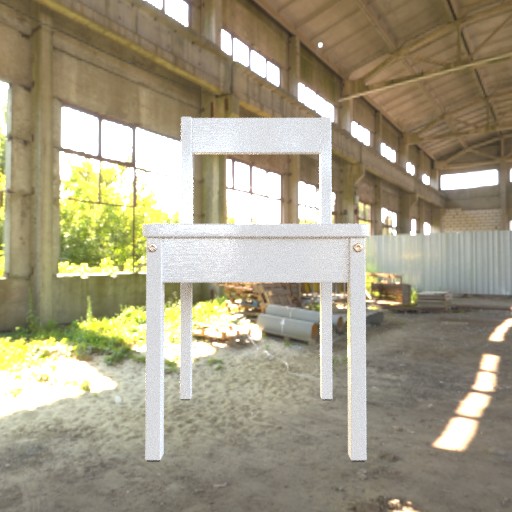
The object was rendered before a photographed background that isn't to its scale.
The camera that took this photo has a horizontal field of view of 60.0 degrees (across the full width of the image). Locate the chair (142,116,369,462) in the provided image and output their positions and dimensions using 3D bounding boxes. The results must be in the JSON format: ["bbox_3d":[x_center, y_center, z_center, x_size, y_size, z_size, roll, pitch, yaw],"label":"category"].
[{"bbox_3d":[0.000,0.000,0.886,0.367,0.668,0.361,0,-1,0],"label":"chair"}]
